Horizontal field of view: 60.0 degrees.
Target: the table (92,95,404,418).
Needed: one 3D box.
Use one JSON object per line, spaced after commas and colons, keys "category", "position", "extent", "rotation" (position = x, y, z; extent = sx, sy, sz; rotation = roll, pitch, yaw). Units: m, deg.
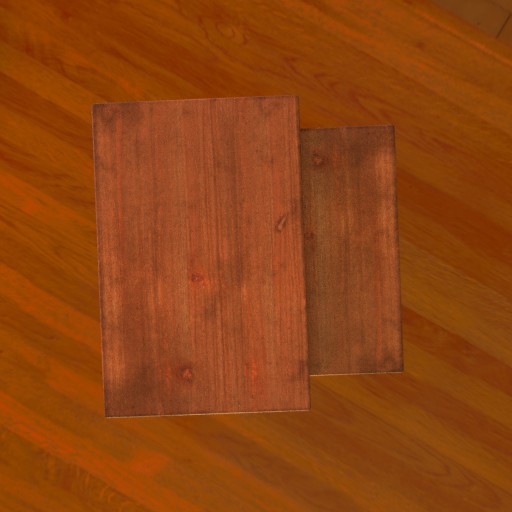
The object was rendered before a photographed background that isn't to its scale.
{"category": "table", "position": [0.000, 0.000, 0.931], "extent": [0.460, 0.615, 0.456], "rotation": [0, 90, 0]}
